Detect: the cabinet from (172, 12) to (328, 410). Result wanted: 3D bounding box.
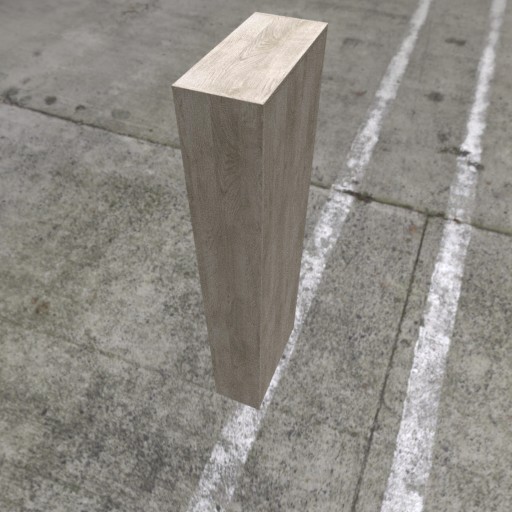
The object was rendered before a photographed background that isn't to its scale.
[{"bbox_3d":[0.000,0.000,1.788,0.250,1.630,0.520,17,50,15],"label":"cabinet"}]
